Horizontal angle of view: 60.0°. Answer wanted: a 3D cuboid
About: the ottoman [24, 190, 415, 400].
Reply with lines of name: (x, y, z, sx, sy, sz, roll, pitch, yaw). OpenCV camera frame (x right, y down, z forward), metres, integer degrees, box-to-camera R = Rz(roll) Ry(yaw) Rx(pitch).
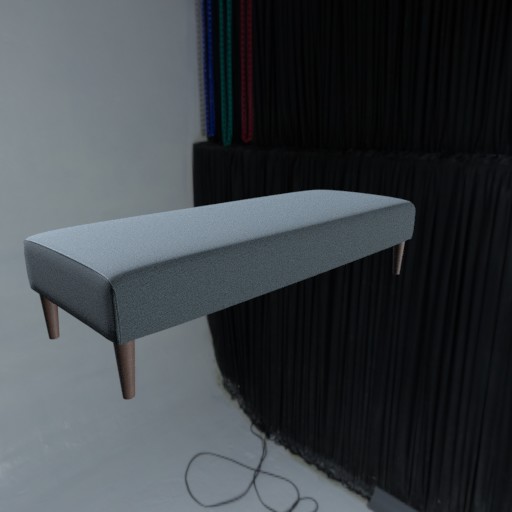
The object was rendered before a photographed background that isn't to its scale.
ottoman: (0.000, 0.000, 1.855, 0.646, 0.393, 1.609, 15, 22, 42)
